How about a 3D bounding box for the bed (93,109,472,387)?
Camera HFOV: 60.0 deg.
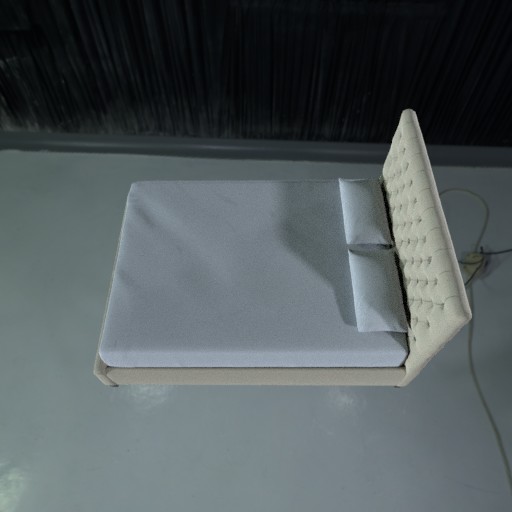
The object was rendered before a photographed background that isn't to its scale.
[{"bbox_3d":[0.000,0.000,3.422,2.387,1.427,1.698,0,58,0],"label":"bed"}]
